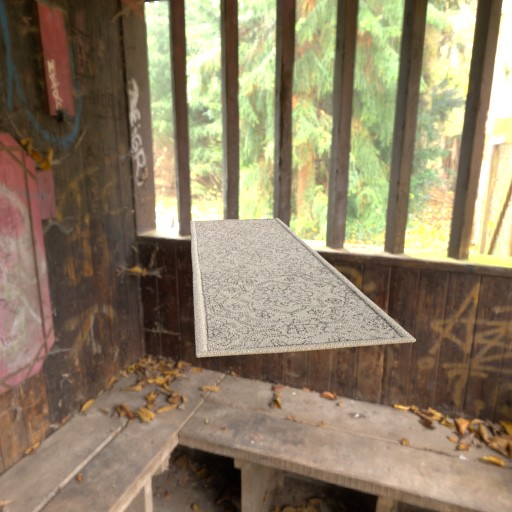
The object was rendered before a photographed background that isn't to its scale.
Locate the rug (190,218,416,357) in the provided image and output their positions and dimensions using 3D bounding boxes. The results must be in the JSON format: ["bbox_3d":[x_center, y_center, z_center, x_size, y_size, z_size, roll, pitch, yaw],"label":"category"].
[{"bbox_3d":[0.000,0.000,2.655,0.769,0.012,2.448,-2,15,-8],"label":"rug"}]
